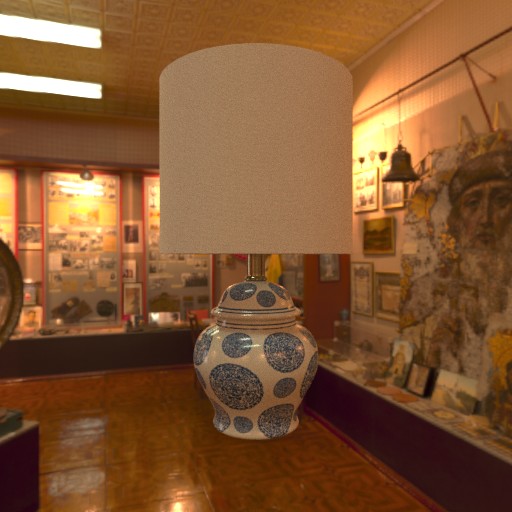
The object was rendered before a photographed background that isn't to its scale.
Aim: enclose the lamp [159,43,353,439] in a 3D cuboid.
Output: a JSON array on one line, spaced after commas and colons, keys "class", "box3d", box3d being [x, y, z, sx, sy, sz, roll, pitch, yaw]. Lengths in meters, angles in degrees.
[{"class": "lamp", "box3d": [0.000, 0.000, 0.504, 0.215, 0.381, 0.215, 0, 0, -17]}]
